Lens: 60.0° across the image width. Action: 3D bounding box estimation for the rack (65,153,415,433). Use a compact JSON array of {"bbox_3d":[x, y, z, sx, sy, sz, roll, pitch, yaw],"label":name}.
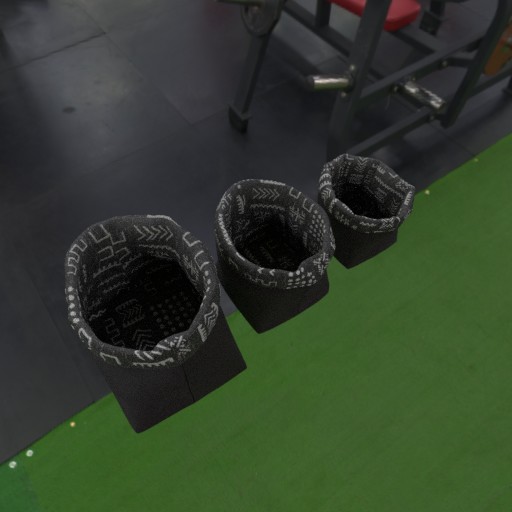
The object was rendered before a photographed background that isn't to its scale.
[{"bbox_3d":[0.000,0.000,1.104,0.905,0.323,0.379,-29,62,-17],"label":"rack"}]
